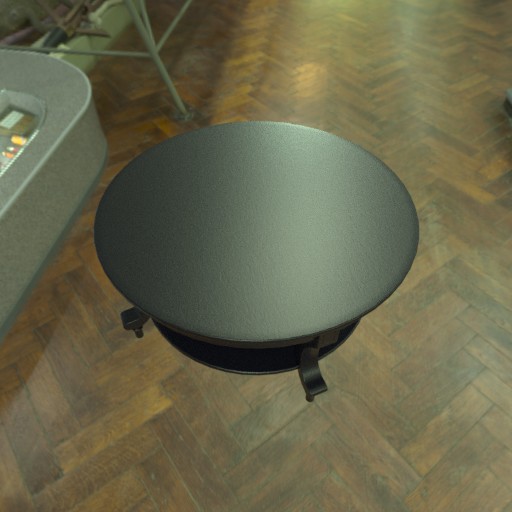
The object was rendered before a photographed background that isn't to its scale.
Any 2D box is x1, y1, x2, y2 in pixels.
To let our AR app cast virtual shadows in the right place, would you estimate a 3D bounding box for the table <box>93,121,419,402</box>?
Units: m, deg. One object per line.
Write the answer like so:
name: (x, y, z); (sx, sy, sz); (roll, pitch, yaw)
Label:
table: (0.000, 0.000, 1.612); (1.029, 0.491, 1.029); (0, 47, 0)
